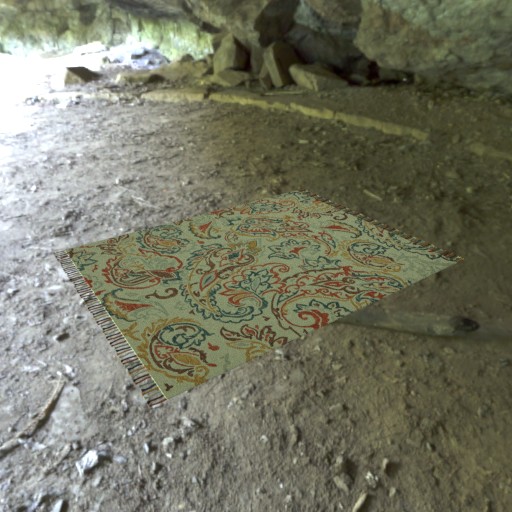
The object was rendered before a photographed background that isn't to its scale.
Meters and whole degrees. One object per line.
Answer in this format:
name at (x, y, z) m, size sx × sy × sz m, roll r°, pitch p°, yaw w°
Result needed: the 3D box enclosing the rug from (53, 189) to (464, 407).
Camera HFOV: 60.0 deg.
rug at (0.000, 0.000, 4.392) m, size 3.274 × 0.015 × 2.439 m, roll -18°, pitch 33°, yaw -30°
